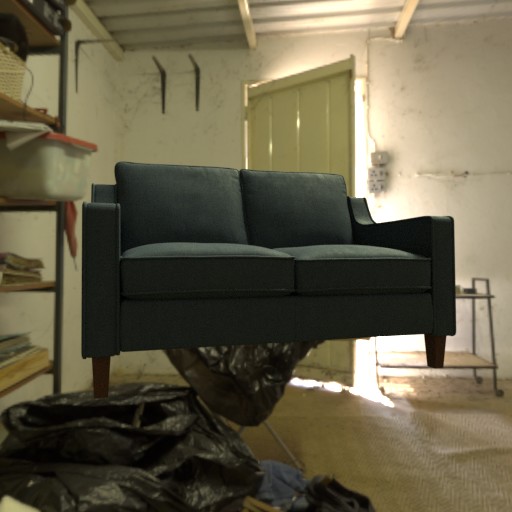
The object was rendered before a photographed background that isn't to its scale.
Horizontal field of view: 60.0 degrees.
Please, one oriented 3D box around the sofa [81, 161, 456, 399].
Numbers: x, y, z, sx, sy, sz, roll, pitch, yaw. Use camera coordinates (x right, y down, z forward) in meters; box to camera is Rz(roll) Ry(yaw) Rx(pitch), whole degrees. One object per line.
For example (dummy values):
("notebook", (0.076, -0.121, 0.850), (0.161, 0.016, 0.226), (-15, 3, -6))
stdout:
("sofa", (0.000, 0.000, 2.118), (1.501, 0.971, 0.987), (0, -1, -18))
